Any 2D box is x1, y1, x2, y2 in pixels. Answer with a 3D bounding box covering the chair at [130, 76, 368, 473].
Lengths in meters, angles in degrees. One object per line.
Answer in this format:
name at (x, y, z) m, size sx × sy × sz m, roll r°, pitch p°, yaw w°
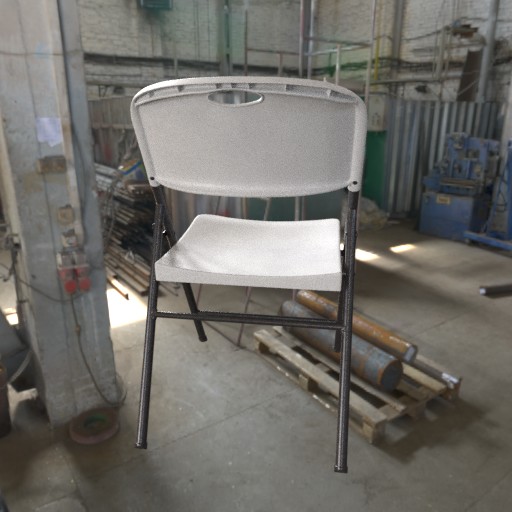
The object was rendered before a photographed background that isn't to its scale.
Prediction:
chair at (0.000, 0.000, 1.134) m, size 0.494 × 0.810 × 0.566 m, roll 3°, pitch 18°, yaw 9°
